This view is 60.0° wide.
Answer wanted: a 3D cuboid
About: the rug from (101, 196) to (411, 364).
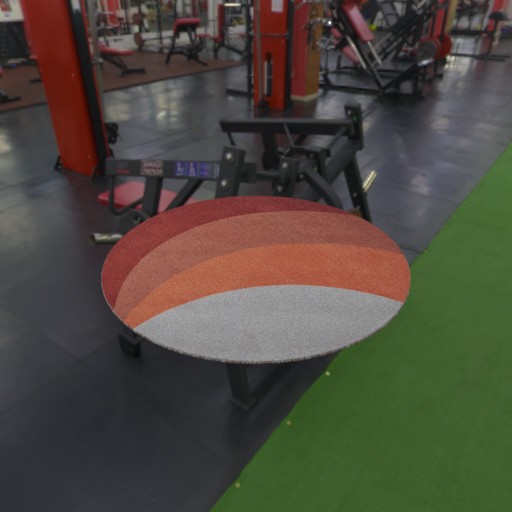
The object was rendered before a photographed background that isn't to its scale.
[{"bbox_3d":[0.000,0.000,2.262,1.514,0.015,1.514,0,31,0],"label":"rug"}]
